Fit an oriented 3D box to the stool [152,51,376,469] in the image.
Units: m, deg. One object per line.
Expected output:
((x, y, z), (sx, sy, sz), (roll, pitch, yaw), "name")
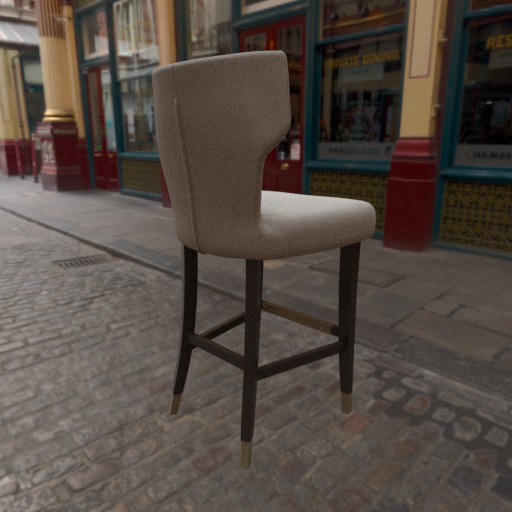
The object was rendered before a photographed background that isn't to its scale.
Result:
((0.000, 0.000, 1.397), (0.563, 1.092, 0.526), (-13, 19, -43), "stool")
